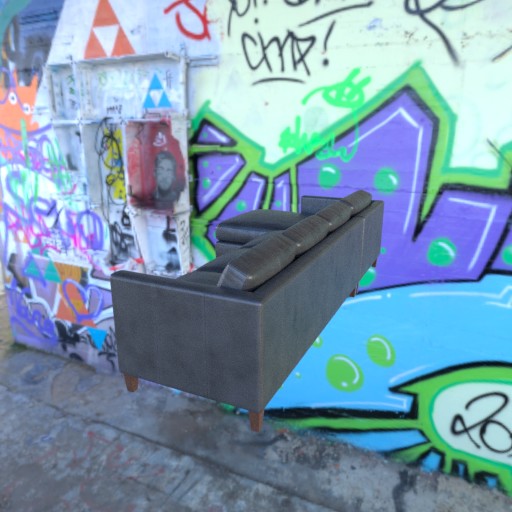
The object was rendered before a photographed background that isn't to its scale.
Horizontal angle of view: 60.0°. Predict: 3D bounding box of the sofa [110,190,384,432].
[{"bbox_3d":[0.000,0.000,3.850,1.581,0.883,3.203,8,18,24],"label":"sofa"}]
